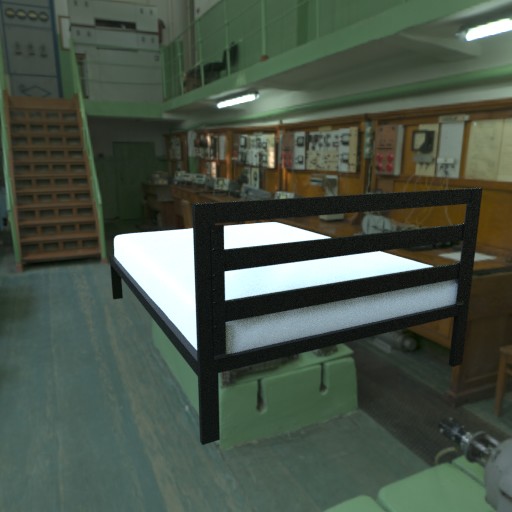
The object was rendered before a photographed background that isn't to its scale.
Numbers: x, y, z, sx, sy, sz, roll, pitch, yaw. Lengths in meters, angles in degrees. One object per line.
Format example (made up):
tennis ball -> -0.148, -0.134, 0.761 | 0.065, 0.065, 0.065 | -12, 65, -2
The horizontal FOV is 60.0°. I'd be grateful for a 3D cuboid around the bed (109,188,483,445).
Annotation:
bed -> 0.000, 0.000, 2.886 | 1.524, 0.967, 2.062 | -7, 15, -26
